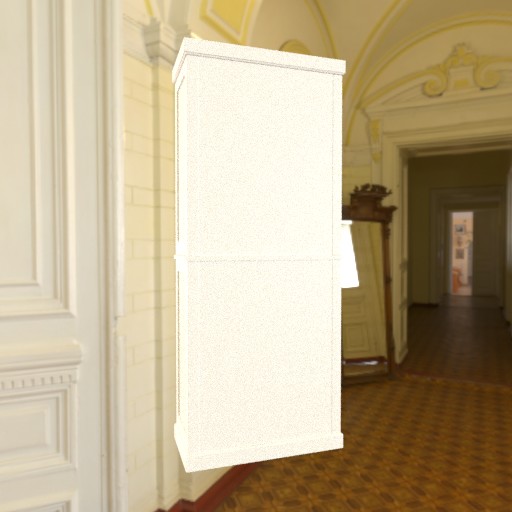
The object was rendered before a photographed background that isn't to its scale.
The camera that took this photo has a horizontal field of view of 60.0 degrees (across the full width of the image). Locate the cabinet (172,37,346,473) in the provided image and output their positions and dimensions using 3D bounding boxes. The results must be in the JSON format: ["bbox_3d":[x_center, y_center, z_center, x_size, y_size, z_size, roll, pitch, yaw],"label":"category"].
[{"bbox_3d":[0.000,0.000,2.160,0.754,1.829,0.390,0,1,-18],"label":"cabinet"}]
